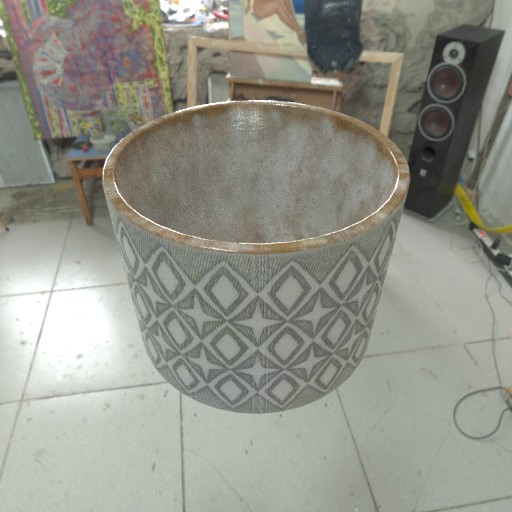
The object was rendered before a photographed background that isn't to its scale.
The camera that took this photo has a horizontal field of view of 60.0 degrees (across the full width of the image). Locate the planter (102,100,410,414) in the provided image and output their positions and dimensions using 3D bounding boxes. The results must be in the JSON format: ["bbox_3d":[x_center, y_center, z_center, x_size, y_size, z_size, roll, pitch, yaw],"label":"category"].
[{"bbox_3d":[0.000,0.000,0.450,0.255,0.223,0.255,0,40,0],"label":"planter"}]
